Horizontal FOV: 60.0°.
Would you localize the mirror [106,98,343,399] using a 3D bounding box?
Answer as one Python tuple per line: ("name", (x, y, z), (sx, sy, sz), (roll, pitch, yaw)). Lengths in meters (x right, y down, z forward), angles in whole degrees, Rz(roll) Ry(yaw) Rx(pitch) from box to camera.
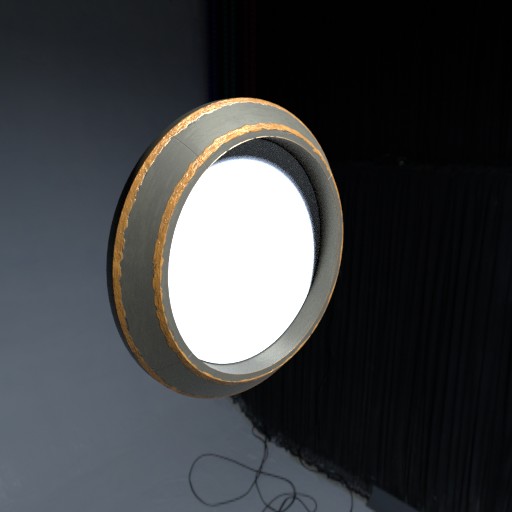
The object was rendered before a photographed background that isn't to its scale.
("mirror", (0.000, 0.000, 1.343), (0.907, 0.907, 0.111), (-14, 20, -43))
